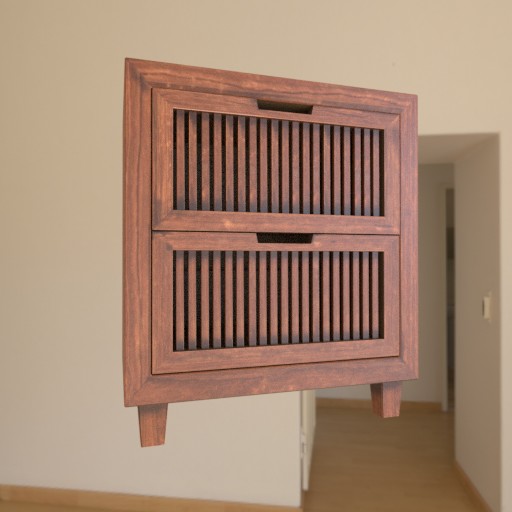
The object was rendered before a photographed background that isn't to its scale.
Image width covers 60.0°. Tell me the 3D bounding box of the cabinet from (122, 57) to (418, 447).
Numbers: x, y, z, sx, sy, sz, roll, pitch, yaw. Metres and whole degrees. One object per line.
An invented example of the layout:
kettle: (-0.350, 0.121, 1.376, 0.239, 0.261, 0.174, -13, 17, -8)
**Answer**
cabinet: (0.000, 0.000, 1.058, 0.607, 0.695, 0.410, 0, 0, -17)
